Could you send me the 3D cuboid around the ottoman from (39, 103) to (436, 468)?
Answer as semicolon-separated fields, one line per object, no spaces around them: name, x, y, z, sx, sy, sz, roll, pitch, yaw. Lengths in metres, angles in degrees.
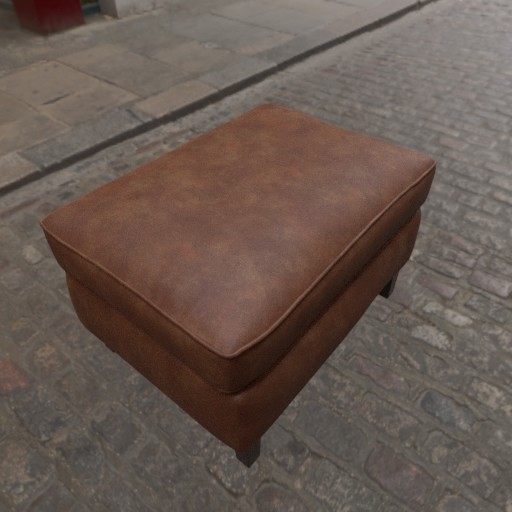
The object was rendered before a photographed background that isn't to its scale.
ottoman;0.000;0.000;0.958;0.501;0.418;0.665;29;50;28
